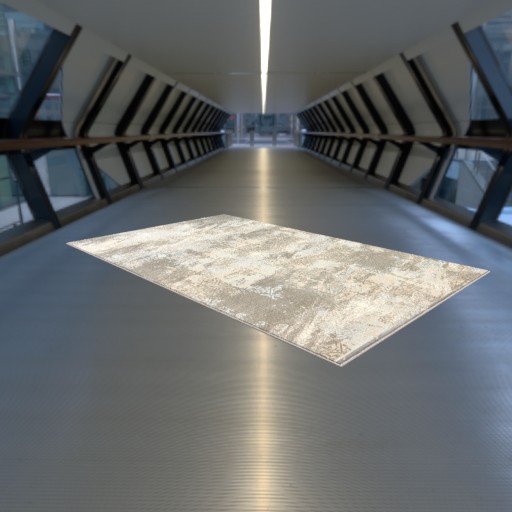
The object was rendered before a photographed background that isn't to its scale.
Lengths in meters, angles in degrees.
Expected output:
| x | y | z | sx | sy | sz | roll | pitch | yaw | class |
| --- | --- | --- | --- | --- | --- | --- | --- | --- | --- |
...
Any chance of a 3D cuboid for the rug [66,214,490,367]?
| x | y | z | sx | sy | sz | roll | pitch | yaw | class |
| --- | --- | --- | --- | --- | --- | --- | --- | --- | --- |
| 0.000 | 0.000 | 2.957 | 1.536 | 0.012 | 2.431 | -16 | 23 | -42 | rug |
